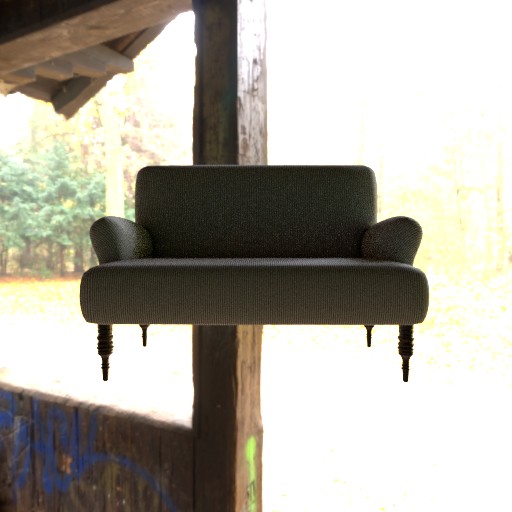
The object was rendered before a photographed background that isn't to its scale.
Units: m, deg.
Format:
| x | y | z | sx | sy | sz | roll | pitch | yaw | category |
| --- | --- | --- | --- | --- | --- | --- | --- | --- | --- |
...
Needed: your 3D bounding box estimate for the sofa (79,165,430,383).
| x | y | z | sx | sy | sz | roll | pitch | yaw | category |
| --- | --- | --- | --- | --- | --- | --- | --- | --- | --- |
| 0.000 | 0.000 | 1.883 | 1.297 | 0.889 | 0.779 | 0 | 1 | 1 | sofa |
